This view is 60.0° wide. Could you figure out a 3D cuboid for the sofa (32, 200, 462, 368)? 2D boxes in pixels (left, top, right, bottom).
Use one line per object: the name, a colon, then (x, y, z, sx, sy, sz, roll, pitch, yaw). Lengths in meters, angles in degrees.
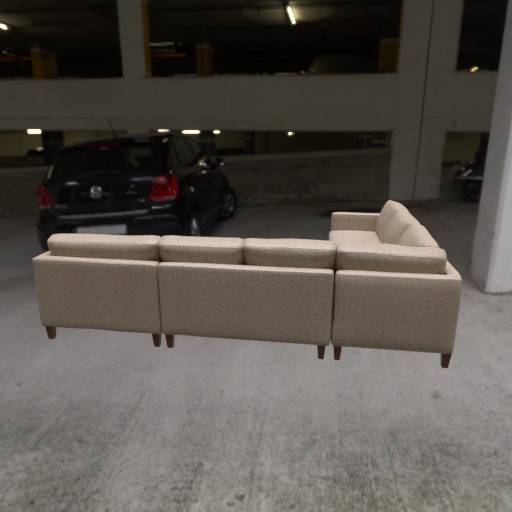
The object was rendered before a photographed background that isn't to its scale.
sofa: (0.000, 0.000, 4.726, 3.460, 0.961, 2.594, 2, 16, 8)
